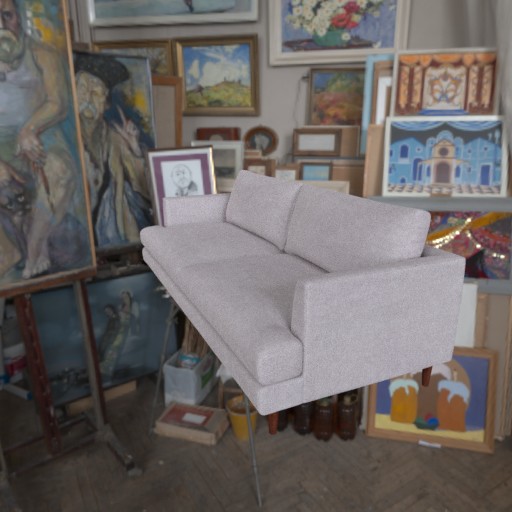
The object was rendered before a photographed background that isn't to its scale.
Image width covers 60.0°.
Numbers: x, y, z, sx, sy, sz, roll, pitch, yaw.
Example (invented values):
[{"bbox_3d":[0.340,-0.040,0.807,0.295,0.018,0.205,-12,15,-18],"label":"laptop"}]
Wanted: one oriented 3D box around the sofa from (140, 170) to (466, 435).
[{"bbox_3d":[0.000,0.000,2.765,1.020,0.868,2.250,-7,18,-24],"label":"sofa"}]
